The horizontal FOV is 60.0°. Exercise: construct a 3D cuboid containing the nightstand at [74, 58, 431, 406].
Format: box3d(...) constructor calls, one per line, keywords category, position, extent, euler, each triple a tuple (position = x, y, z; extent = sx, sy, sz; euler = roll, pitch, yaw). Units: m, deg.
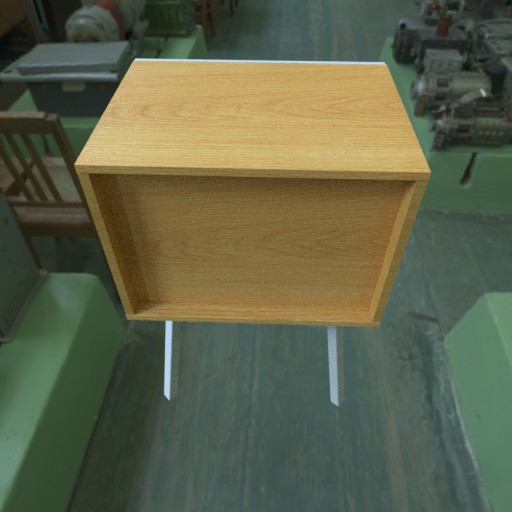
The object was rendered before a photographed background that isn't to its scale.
box3d(category="nightstand", position=(0.000, 0.000, 0.821), extent=(0.400, 0.601, 0.316), euler=(2, 46, 1))
